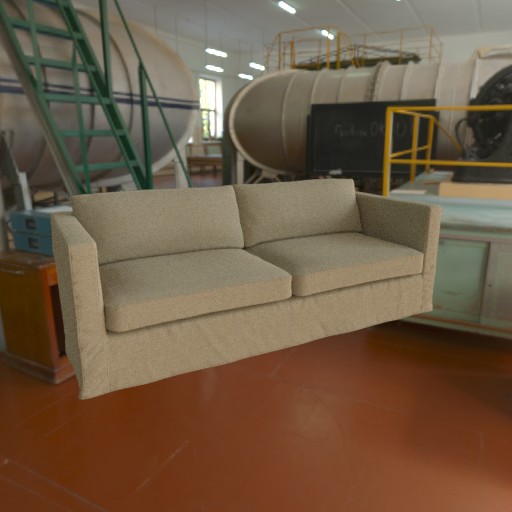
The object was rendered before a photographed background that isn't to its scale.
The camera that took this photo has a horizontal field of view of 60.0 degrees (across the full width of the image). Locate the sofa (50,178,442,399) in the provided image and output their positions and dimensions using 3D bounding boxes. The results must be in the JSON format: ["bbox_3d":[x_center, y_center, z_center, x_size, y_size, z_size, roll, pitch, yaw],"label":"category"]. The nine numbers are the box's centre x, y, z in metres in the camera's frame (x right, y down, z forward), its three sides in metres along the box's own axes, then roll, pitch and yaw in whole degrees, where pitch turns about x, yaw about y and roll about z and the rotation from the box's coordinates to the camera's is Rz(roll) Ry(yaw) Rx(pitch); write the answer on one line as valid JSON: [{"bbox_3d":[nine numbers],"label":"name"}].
[{"bbox_3d":[0.000,0.000,2.789,2.296,0.847,0.956,-8,17,-27],"label":"sofa"}]
